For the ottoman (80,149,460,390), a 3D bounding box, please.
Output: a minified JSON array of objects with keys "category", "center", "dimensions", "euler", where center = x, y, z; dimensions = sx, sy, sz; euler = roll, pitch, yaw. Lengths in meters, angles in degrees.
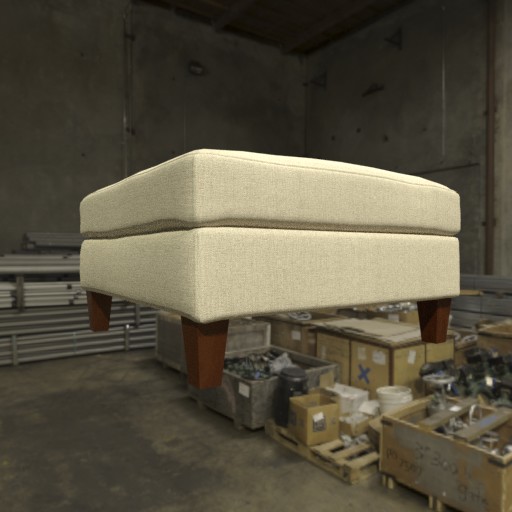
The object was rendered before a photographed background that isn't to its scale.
[{"category":"ottoman","center":[0.000,0.000,1.327],"dimensions":[0.838,0.478,0.838],"euler":[0,0,-35]}]
